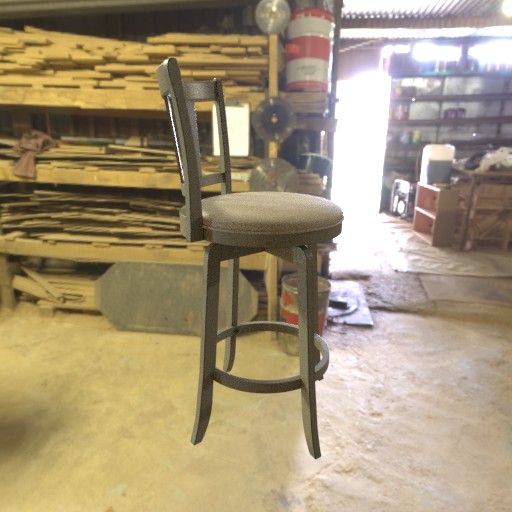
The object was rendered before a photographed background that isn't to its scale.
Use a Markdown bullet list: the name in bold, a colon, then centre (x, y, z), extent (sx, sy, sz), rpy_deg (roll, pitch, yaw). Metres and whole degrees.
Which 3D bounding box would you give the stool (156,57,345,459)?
- **stool**: centre (0.000, 0.000, 1.269), extent (0.486, 0.994, 0.450), rpy_deg (3, 16, 9)
